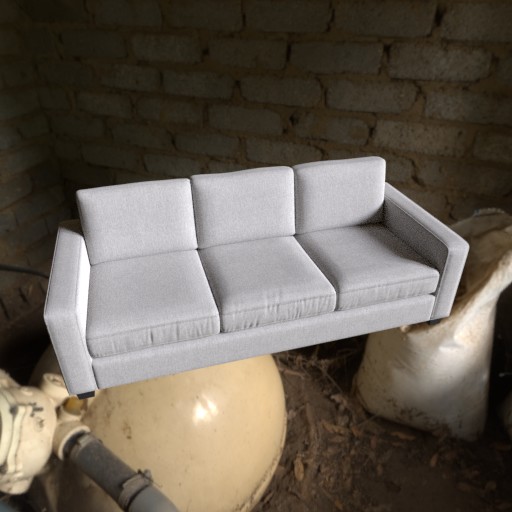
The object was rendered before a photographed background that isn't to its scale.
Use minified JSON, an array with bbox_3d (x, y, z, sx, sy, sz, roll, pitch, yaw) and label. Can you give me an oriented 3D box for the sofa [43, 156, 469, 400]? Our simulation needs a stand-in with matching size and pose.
[{"bbox_3d":[0.000,0.000,2.528,2.120,0.800,0.900,-9,33,-14],"label":"sofa"}]
